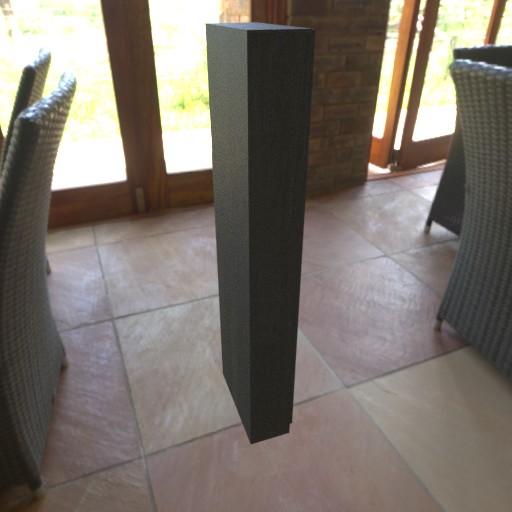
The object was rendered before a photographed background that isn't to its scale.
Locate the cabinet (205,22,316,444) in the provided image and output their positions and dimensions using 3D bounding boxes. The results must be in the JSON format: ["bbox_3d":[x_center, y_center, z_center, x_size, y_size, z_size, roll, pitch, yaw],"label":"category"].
[{"bbox_3d":[0.000,0.000,1.939,0.230,1.790,0.500,-10,31,-17],"label":"cabinet"}]
